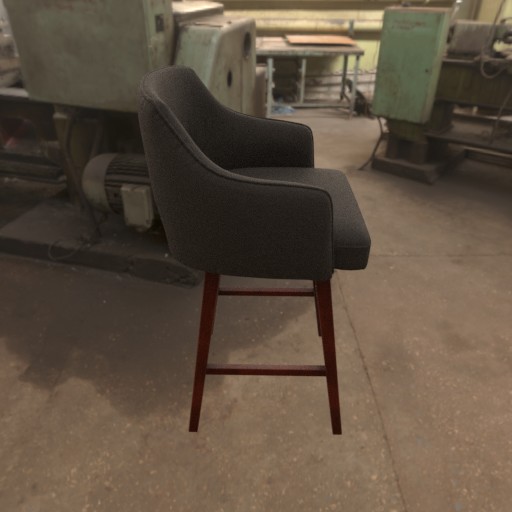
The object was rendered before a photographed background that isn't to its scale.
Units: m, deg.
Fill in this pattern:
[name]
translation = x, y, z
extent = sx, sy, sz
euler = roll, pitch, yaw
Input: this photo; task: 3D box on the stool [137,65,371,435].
[stool]
translation = 0.000, 0.000, 1.317
extent = 0.558, 1.012, 0.548
euler = 1, 32, 1
